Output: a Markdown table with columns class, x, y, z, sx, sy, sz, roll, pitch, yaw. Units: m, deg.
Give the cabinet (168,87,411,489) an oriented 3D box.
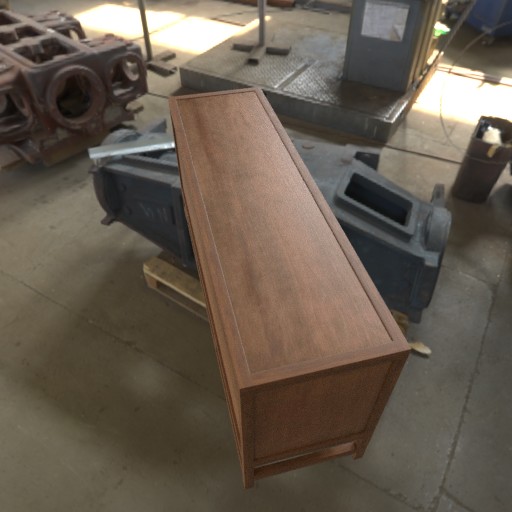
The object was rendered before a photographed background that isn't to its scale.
| class | x | y | z | sx | sy | sz | roll | pitch | yaw |
| --- | --- | --- | --- | --- | --- | --- | --- | --- | --- |
| cabinet | 0.000 | 0.000 | 2.083 | 0.522 | 0.820 | 1.708 | -10 | 47 | -10 |
